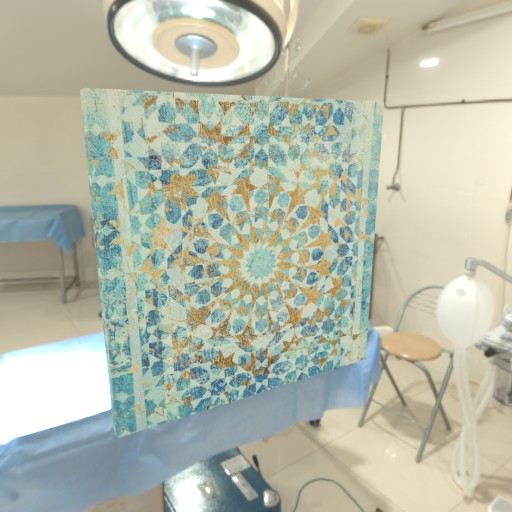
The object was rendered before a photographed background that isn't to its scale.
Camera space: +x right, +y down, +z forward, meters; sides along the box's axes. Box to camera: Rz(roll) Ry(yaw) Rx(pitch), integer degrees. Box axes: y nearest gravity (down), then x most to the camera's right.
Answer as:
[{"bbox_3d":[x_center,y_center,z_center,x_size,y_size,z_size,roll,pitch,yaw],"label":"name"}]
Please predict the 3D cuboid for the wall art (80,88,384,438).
[{"bbox_3d":[0.000,0.000,0.899,0.609,0.609,0.040,-8,17,-28],"label":"wall art"}]
